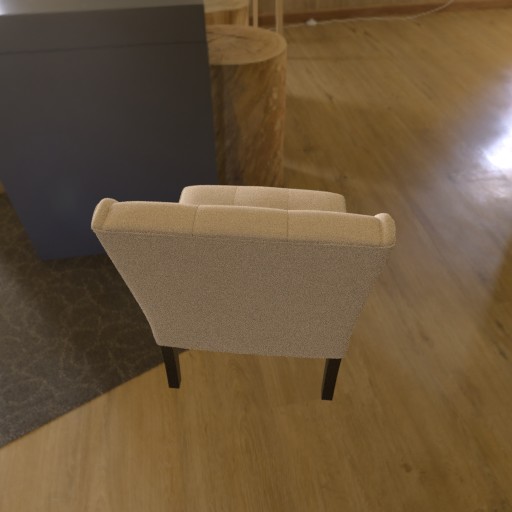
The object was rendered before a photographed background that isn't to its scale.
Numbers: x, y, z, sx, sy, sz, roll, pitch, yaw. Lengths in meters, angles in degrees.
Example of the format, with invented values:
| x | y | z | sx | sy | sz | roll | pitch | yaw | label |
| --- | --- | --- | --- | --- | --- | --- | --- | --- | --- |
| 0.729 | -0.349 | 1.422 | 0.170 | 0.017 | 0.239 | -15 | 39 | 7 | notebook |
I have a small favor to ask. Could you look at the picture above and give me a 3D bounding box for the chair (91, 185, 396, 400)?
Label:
| x | y | z | sx | sy | sz | roll | pitch | yaw | label |
| --- | --- | --- | --- | --- | --- | --- | --- | --- | --- |
| 0.000 | 0.000 | 1.313 | 0.569 | 0.853 | 0.676 | 3 | 47 | 3 | chair |
